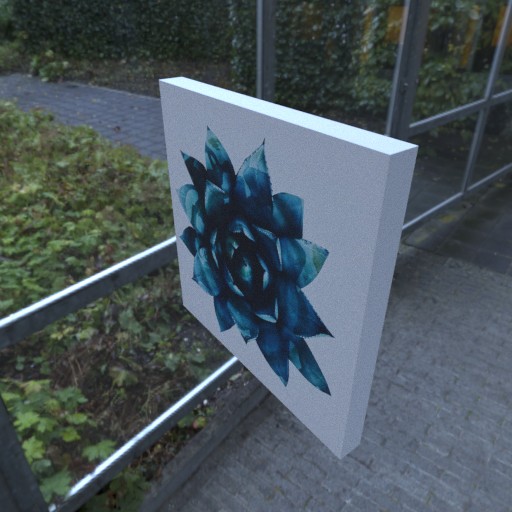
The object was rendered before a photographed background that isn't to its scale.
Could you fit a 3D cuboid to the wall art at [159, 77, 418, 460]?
[{"bbox_3d":[0.000,0.000,0.612,0.038,0.406,0.406,-22,38,-31],"label":"wall art"}]
